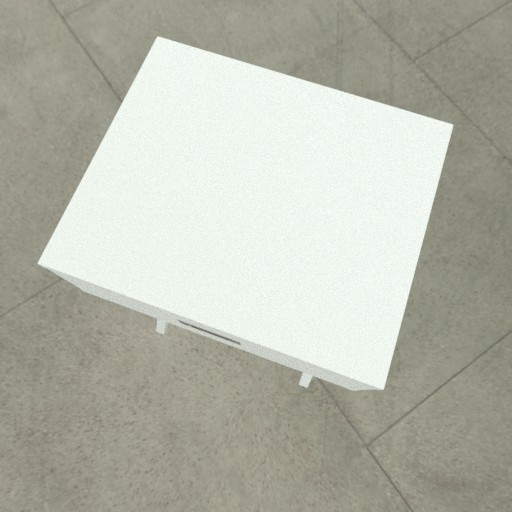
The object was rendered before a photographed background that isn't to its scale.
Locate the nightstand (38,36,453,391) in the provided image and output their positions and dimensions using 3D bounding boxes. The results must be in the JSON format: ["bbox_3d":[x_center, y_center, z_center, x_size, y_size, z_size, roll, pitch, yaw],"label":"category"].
[{"bbox_3d":[0.000,0.000,0.922,0.479,0.623,0.402,19,74,6],"label":"nightstand"}]
